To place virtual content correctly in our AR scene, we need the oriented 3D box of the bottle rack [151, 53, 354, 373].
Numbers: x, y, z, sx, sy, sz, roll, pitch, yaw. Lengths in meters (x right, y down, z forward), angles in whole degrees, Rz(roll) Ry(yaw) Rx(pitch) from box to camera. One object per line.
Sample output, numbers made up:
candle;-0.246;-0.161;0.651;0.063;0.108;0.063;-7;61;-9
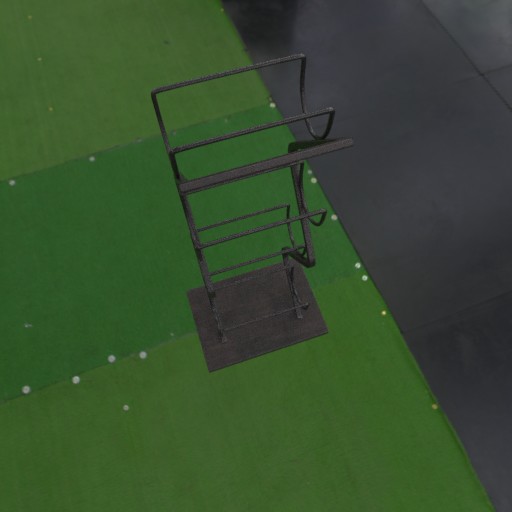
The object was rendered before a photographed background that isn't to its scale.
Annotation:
bottle rack;0.000;0.000;0.680;0.254;0.559;0.178;-17;66;-8
